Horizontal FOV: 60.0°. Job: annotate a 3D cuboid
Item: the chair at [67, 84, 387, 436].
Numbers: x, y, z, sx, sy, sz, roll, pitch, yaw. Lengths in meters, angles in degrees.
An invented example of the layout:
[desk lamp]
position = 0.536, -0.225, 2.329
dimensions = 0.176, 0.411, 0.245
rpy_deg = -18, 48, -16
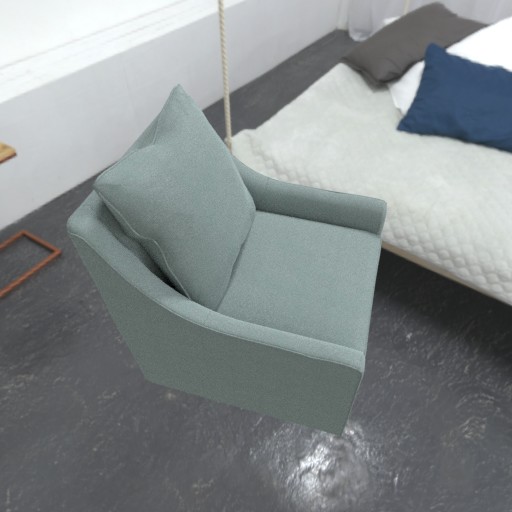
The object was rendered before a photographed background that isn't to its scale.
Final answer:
[chair]
position = 0.000, 0.000, 1.591
dimensions = 0.870, 0.926, 0.760
rpy_deg = 12, 48, 11
